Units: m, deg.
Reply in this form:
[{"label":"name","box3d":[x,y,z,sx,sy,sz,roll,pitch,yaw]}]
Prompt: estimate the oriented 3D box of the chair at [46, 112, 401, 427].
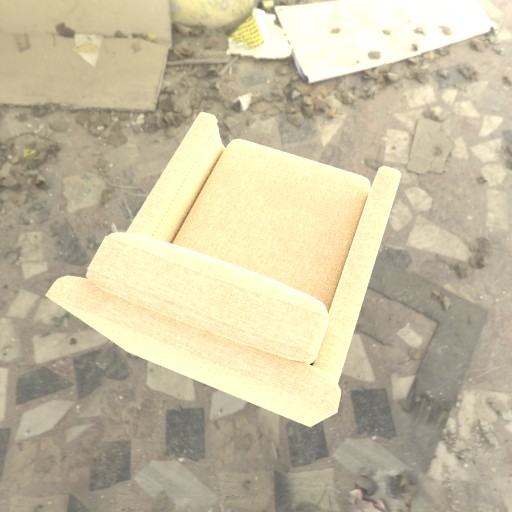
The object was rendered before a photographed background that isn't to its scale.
[{"label":"chair","box3d":[0.000,0.000,1.713,0.838,0.940,1.041,19,64,10]}]
